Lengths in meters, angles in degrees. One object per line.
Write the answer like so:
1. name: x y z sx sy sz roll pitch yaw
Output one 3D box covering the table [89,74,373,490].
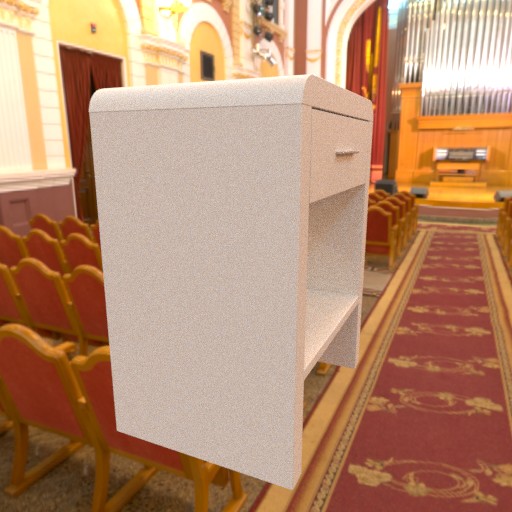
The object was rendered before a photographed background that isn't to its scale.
1. table: 0.000 0.000 0.860 0.350 0.590 0.450 6 15 24
